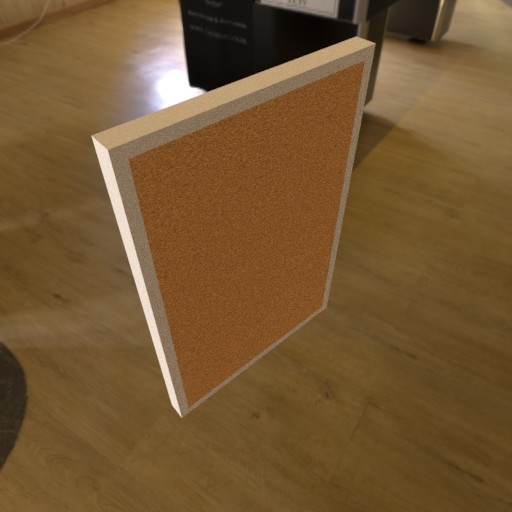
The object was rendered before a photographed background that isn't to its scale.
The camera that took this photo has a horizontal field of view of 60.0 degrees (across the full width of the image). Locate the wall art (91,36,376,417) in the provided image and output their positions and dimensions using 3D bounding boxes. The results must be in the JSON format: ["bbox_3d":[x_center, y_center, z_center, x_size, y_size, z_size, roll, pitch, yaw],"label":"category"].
[{"bbox_3d":[0.000,0.000,0.820,0.450,0.657,0.038,-32,54,-27],"label":"wall art"}]
